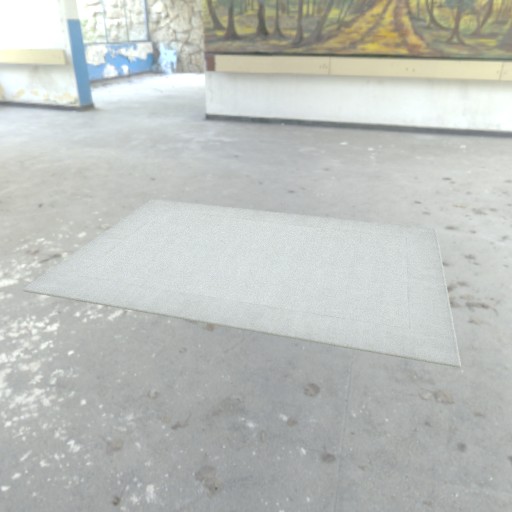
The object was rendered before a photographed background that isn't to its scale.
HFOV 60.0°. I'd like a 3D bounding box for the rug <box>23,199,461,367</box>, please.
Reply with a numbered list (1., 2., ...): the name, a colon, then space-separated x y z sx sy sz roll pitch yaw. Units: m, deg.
1. rug: 0.000 0.000 2.278 1.829 0.013 1.219 8 28 14
